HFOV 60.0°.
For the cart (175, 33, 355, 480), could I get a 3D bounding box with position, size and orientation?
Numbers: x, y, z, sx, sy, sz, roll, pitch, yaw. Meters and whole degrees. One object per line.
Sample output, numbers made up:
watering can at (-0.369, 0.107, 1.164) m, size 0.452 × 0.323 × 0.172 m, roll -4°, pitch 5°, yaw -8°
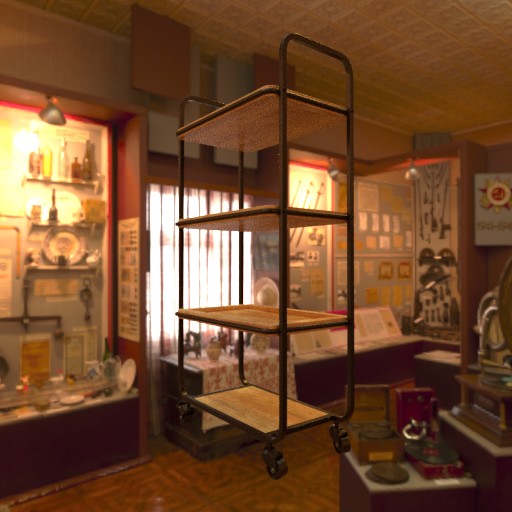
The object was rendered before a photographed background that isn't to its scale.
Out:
cart at (0.000, 0.000, 1.338) m, size 0.321 × 1.080 × 0.545 m, roll 1°, pitch -1°, yaw -38°
